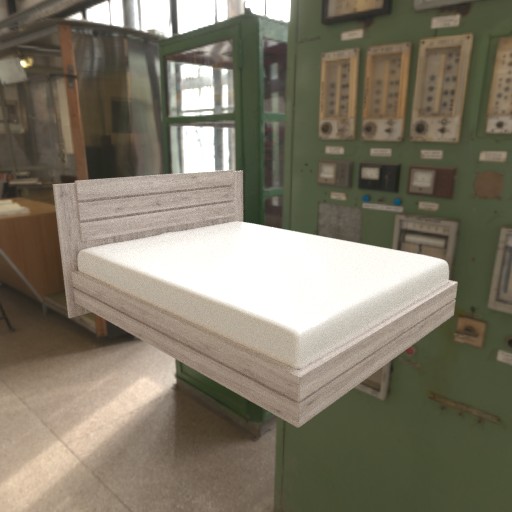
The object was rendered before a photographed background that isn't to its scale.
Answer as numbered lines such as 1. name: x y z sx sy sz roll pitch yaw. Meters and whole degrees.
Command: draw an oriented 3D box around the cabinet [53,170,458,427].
1. cabinet: 0.000 0.000 2.989 2.080 0.970 1.750 14 21 42
